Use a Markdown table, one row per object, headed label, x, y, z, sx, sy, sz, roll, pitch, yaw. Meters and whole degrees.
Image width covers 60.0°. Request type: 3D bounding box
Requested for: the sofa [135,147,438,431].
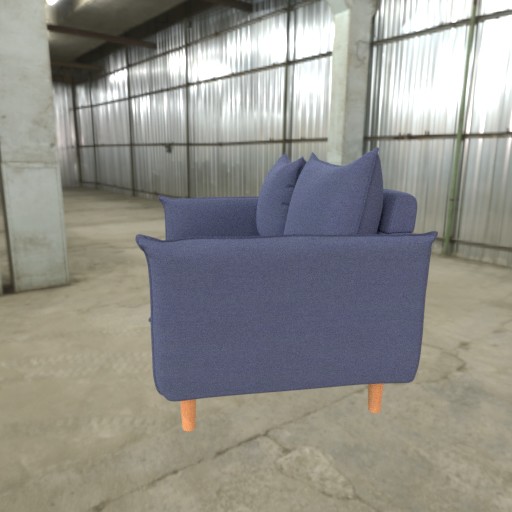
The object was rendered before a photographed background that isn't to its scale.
| label | x | y | z | sx | sy | sz | roll | pitch | yaw |
| --- | --- | --- | --- | --- | --- | --- | --- | --- | --- |
| sofa | 0.000 | 0.000 | 1.811 | 0.820 | 0.840 | 1.300 | -2 | 13 | -9 |
